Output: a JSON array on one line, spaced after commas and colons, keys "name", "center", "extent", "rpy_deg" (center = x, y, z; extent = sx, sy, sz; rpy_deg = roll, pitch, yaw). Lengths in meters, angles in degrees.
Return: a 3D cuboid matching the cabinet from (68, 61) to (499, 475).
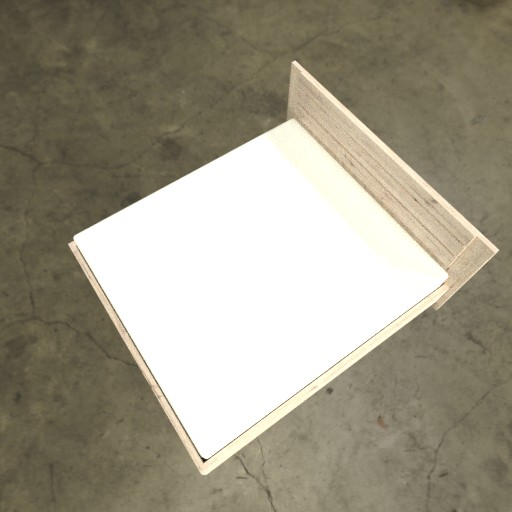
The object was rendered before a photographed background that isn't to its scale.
[{"name": "cabinet", "center": [0.000, 0.000, 3.079], "extent": [2.080, 0.970, 1.950], "rpy_deg": [-32, 67, -15]}]
